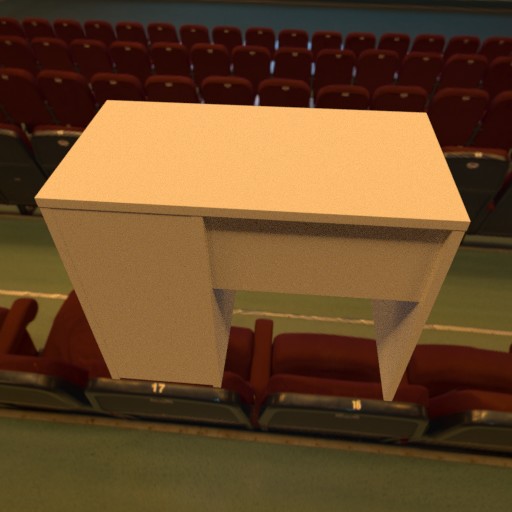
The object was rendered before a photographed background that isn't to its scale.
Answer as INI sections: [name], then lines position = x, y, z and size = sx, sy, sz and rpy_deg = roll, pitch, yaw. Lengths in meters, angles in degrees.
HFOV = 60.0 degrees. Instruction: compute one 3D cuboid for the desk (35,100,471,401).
[desk]
position = 0.000, 0.000, 1.334
size = 0.898, 0.730, 0.482
rpy_deg = 3, 44, 4
